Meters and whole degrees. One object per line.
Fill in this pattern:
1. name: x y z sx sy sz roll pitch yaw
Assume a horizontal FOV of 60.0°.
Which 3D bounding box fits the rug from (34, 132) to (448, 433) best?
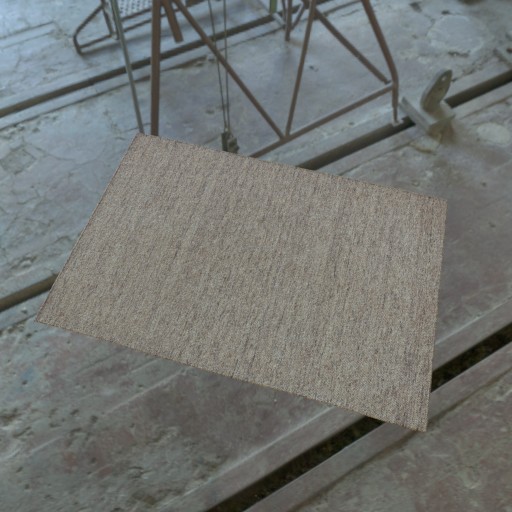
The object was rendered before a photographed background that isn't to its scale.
1. rug: 0.000 0.000 2.813 2.283 0.013 1.547 14 62 7
